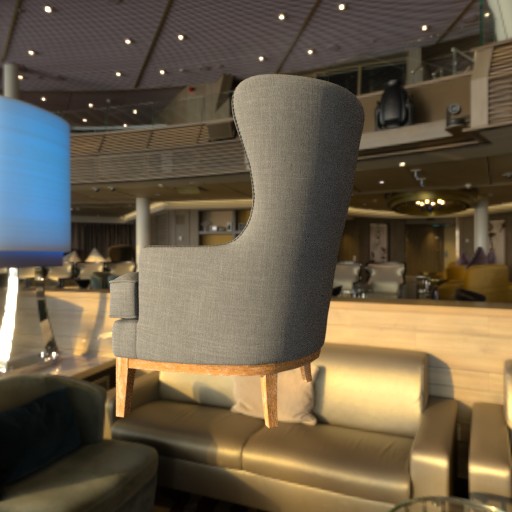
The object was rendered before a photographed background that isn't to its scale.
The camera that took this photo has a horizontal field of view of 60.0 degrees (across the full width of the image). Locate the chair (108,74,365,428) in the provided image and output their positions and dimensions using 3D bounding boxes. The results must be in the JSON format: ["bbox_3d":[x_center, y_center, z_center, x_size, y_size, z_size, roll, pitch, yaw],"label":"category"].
[{"bbox_3d":[0.000,0.000,1.859,0.883,1.176,0.864,0,0,19],"label":"chair"}]
